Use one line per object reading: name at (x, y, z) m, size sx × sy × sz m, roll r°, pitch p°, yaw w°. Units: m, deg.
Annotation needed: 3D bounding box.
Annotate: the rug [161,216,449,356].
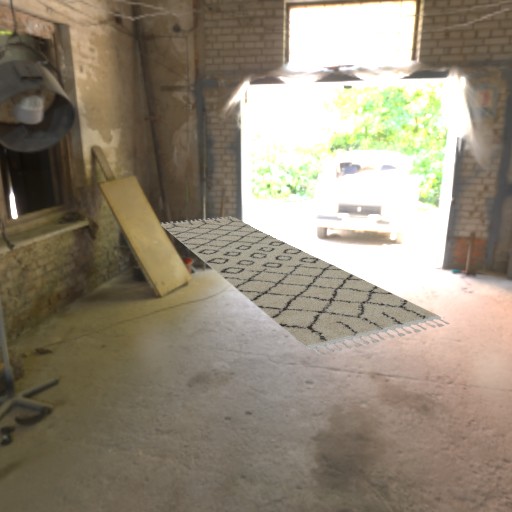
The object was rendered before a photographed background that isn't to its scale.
rug at (0.000, 0.000, 2.767) m, size 0.660 × 0.005 × 2.464 m, roll -7°, pitch 18°, yaw -24°
